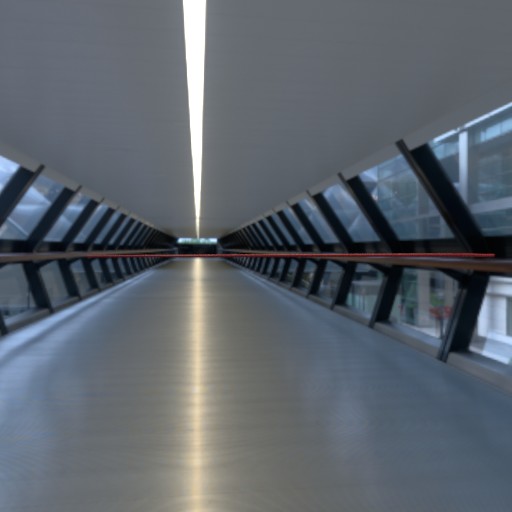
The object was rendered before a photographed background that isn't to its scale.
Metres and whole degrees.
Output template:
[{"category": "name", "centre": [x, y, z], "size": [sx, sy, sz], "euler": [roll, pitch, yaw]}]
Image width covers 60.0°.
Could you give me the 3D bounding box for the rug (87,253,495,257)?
[{"category": "rug", "centre": [0.000, 0.000, 2.492], "size": [2.292, 0.015, 0.659], "euler": [0, 0, 37]}]
